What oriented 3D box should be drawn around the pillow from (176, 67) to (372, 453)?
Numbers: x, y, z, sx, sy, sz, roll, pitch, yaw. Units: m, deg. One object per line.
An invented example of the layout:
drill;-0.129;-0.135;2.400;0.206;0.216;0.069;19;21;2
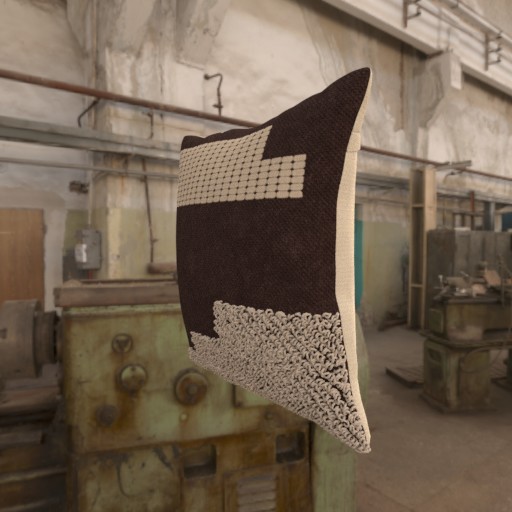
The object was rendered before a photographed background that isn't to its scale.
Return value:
pillow;0.000;0.000;0.719;0.178;0.473;0.475;-1;2;-36
